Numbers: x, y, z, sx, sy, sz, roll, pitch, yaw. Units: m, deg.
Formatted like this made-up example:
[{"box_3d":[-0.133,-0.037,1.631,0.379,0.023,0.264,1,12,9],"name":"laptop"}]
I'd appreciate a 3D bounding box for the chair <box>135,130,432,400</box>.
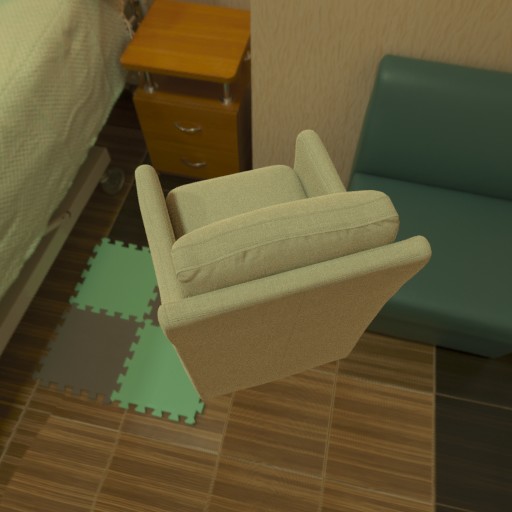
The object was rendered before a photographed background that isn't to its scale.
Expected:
[{"box_3d":[0.000,0.000,1.398,0.626,0.914,0.694,-14,59,-9],"name":"chair"}]
